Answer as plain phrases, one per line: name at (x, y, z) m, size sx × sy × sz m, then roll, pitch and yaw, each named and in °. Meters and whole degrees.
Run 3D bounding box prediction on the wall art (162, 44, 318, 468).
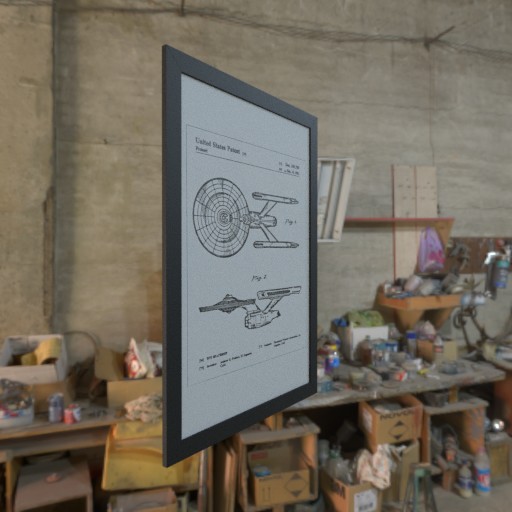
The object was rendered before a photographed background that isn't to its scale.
wall art at (0.000, 0.000, 0.706) m, size 0.008 × 0.530 × 0.379 m, roll 0°, pitch 0°, yaw 38°
